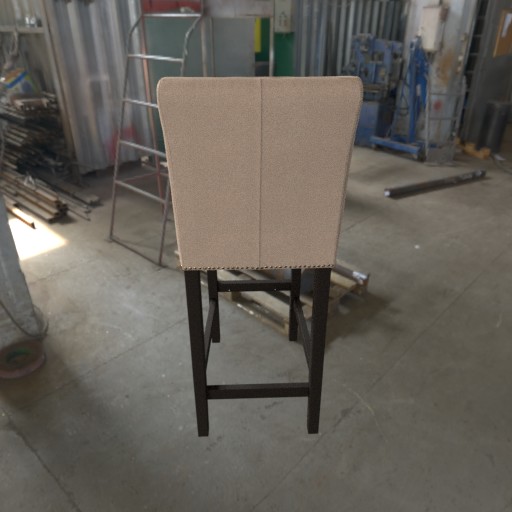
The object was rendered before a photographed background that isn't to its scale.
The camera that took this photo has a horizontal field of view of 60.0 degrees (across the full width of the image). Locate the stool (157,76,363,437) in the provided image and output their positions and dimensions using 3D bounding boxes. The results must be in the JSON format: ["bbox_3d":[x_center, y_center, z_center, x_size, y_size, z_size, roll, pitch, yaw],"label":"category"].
[{"bbox_3d":[0.000,0.000,1.319,0.411,1.047,0.548,-1,28,-2],"label":"stool"}]
